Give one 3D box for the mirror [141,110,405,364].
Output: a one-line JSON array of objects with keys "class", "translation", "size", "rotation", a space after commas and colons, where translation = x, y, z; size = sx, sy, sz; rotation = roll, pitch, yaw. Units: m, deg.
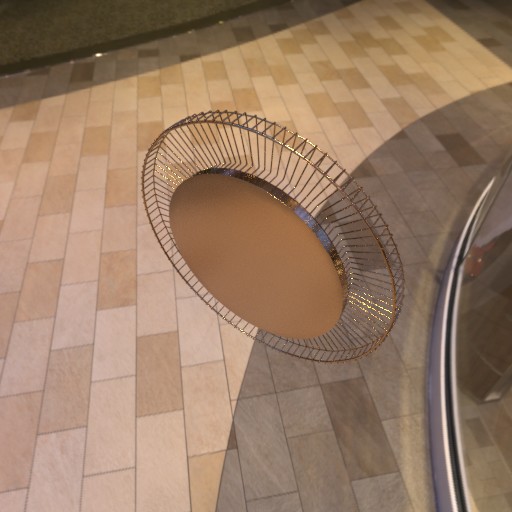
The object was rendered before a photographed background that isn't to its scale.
[{"class": "mirror", "translation": [0.000, 0.000, 1.067], "size": [0.703, 0.703, 0.067], "rotation": [26, 52, 22]}]
